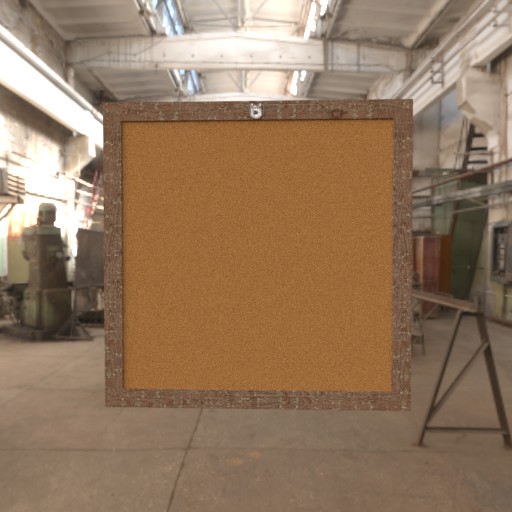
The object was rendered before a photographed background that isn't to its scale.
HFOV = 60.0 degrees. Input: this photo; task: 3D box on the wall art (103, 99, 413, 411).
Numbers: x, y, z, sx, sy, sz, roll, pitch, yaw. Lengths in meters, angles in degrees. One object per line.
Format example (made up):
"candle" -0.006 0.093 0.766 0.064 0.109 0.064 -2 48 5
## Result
"wall art" 0.000 0.000 0.556 0.384 0.384 0.012 0 1 2
